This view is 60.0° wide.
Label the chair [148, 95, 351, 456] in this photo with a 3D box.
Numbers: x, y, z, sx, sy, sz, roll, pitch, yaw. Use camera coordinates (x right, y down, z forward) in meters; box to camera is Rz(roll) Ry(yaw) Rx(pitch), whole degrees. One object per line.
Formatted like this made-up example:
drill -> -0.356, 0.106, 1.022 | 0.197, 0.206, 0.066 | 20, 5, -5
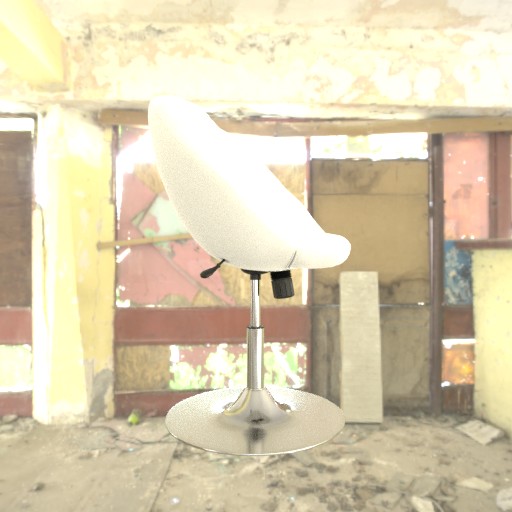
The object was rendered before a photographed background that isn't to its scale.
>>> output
chair -> 0.000, 0.000, 1.756 | 0.736, 1.261, 0.940 | 0, 0, 18
